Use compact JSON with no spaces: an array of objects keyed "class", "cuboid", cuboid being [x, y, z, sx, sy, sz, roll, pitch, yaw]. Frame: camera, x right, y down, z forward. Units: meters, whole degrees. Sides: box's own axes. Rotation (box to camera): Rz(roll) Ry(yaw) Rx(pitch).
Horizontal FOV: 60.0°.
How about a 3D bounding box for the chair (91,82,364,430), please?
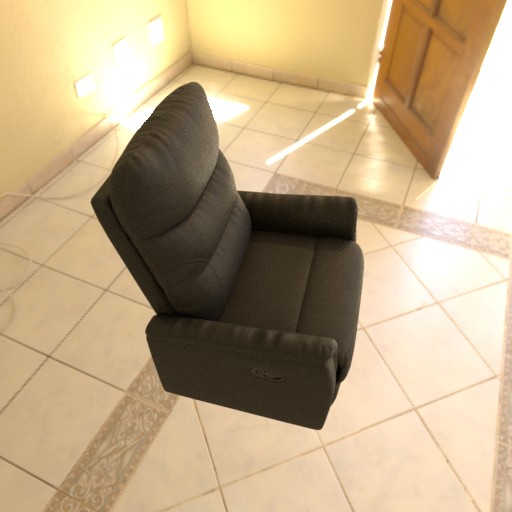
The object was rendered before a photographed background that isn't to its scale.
[{"class":"chair","cuboid":[0.000,0.000,1.641,0.831,1.082,0.775,11,49,10]}]
